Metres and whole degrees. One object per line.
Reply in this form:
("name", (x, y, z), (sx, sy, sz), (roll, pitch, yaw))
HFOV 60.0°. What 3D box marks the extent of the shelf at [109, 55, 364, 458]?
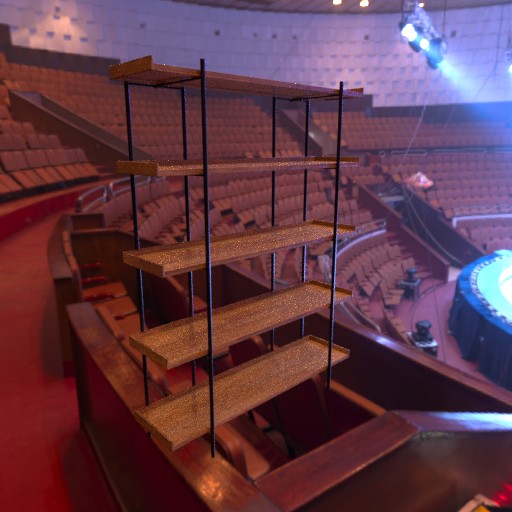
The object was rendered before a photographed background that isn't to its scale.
("shelf", (0.000, 0.000, 2.405), (1.371, 1.826, 0.379), (-13, 19, -42))
